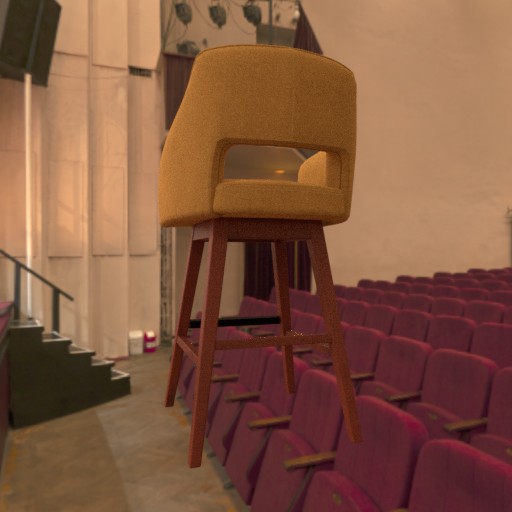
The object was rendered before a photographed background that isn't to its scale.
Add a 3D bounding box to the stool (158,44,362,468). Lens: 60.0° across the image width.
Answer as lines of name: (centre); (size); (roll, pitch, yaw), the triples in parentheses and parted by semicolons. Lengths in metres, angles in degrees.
stool: (0.000, 0.000, 1.323); (0.548, 1.012, 0.558); (0, 0, -19)
